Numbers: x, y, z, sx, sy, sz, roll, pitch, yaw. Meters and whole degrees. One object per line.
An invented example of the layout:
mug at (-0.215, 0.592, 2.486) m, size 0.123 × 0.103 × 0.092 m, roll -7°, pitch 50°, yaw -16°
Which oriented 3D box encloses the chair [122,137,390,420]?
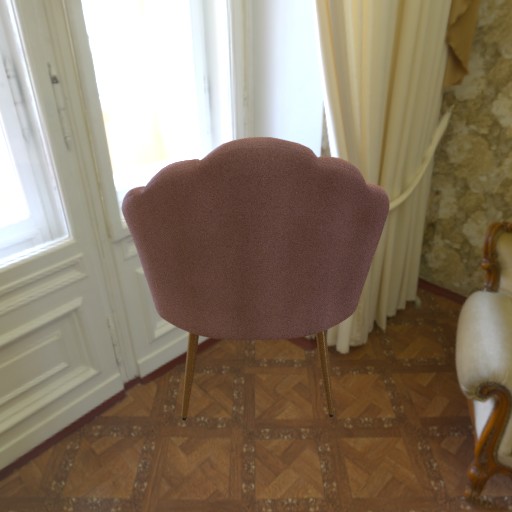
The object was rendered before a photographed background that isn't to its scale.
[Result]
chair at (0.000, 0.000, 1.239) m, size 0.657 × 0.819 × 0.599 m, roll -1°, pitch 30°, yaw -1°
